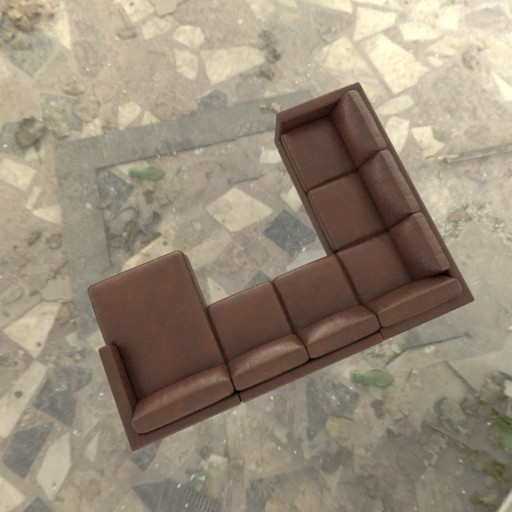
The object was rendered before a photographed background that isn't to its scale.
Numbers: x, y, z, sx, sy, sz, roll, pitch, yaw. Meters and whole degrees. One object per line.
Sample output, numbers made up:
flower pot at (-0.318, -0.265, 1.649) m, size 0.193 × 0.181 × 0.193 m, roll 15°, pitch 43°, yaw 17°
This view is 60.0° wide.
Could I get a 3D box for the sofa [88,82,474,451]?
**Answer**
sofa at (0.000, 0.000, 4.432) m, size 3.324 × 0.891 × 2.452 m, roll -22°, pitch 78°, yaw -5°
